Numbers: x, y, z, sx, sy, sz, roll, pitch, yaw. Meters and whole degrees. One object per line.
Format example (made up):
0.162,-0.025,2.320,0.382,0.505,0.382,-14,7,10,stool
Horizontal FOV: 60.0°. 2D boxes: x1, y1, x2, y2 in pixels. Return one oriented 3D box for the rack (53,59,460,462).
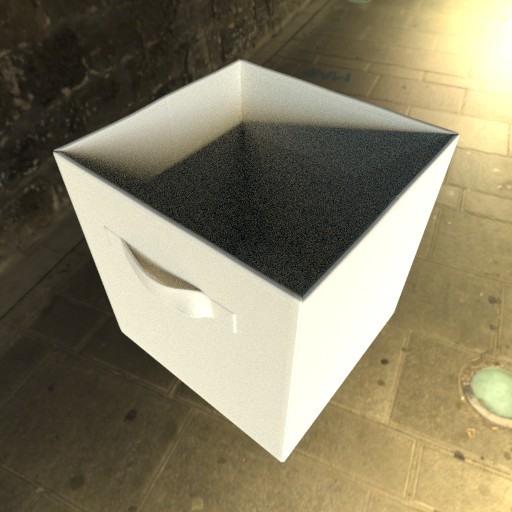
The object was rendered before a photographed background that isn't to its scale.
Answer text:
0.000,0.000,0.490,0.270,0.280,0.270,30,53,26,rack
